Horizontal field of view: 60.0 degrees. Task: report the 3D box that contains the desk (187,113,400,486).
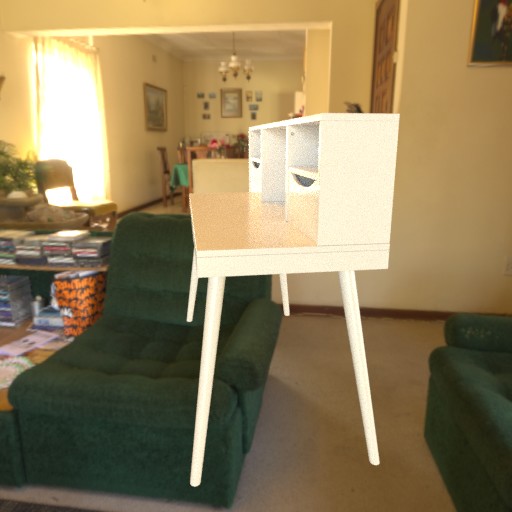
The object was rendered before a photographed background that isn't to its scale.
[{"bbox_3d":[0.000,0.000,1.716,0.559,0.990,1.199,-2,15,-9],"label":"desk"}]
